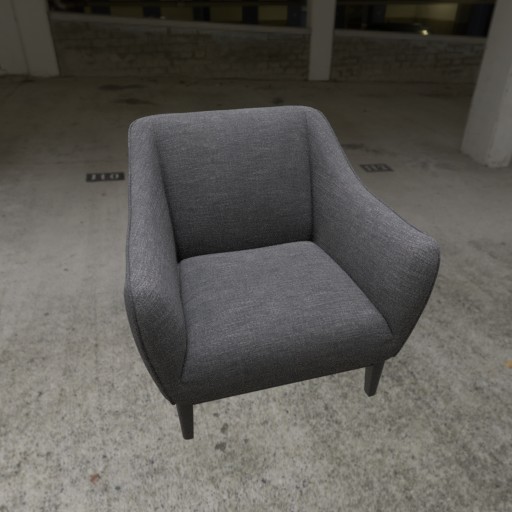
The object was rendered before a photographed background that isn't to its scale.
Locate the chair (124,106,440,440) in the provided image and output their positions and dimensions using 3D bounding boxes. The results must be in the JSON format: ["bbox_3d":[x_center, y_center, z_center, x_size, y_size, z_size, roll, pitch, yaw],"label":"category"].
[{"bbox_3d":[0.000,0.000,1.555,0.870,0.829,0.851,-8,33,-13],"label":"chair"}]
